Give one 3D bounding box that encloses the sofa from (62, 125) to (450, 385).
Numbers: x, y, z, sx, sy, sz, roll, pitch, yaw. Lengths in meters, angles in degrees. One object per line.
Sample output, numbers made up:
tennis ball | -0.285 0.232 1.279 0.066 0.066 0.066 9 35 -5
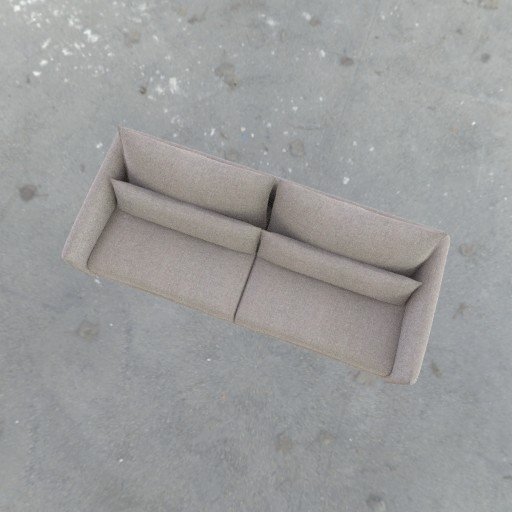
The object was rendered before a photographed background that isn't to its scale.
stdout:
sofa | 0.000 0.000 2.493 2.022 0.833 0.809 19 77 5
